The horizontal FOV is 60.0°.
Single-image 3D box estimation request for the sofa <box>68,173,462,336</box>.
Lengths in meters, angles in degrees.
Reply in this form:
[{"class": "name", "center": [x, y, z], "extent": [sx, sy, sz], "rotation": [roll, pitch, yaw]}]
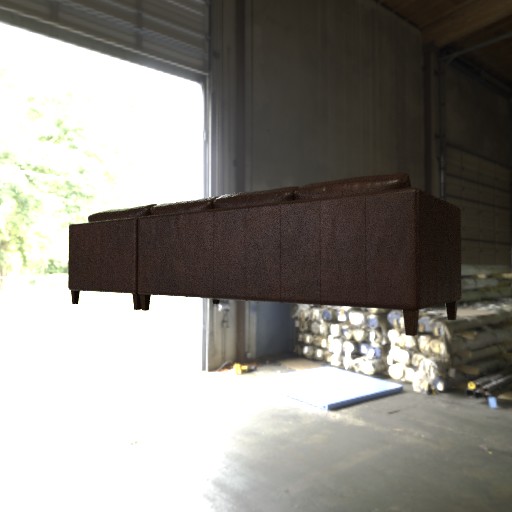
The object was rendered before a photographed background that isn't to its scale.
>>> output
[{"class": "sofa", "center": [0.000, 0.000, 3.784], "extent": [3.203, 0.883, 1.581], "rotation": [-1, -2, 37]}]
